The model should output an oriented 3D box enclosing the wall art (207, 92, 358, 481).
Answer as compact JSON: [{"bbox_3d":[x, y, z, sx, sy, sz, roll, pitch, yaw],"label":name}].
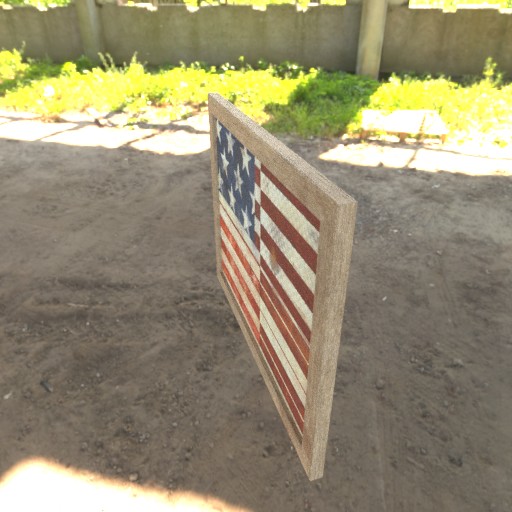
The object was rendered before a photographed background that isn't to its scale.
[{"bbox_3d":[0.000,0.000,0.933,0.026,0.535,0.690,-9,32,-15],"label":"wall art"}]
